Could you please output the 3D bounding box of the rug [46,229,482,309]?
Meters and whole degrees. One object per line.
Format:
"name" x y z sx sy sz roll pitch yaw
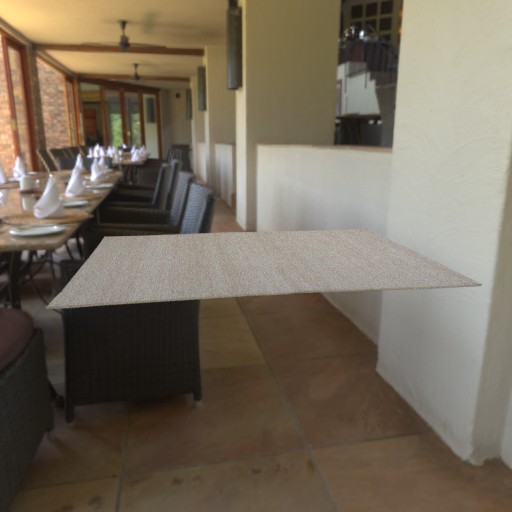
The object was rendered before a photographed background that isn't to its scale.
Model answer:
"rug" 0.000 0.000 3.818 2.869 0.038 2.032 -2 15 -8
